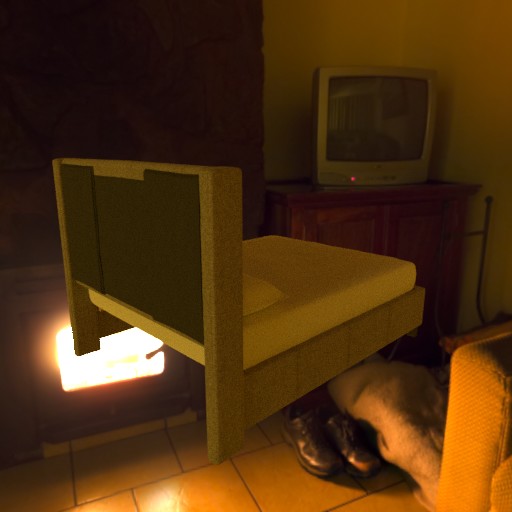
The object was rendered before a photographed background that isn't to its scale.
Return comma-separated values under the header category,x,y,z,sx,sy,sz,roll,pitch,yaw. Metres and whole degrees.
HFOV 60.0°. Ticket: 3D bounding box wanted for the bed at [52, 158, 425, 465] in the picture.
category,x,y,z,sx,sy,sz,roll,pitch,yaw
bed,0.000,0.000,3.383,2.245,1.481,1.714,-14,20,-43
